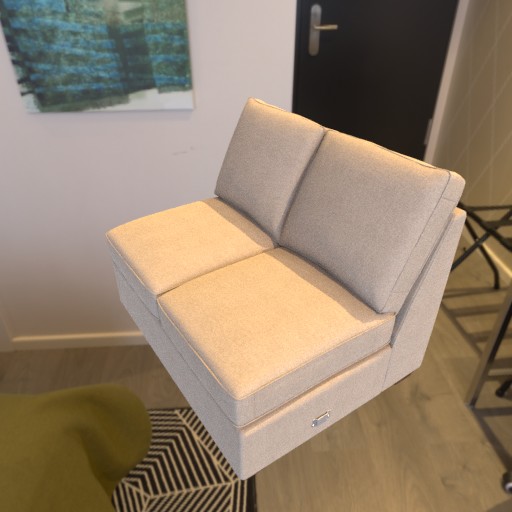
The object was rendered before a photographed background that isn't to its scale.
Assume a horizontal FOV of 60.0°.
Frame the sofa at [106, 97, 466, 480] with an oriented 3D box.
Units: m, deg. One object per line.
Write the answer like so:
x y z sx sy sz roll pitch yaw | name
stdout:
0.000 0.000 1.929 0.978 1.006 1.232 -20 39 -28 | sofa
